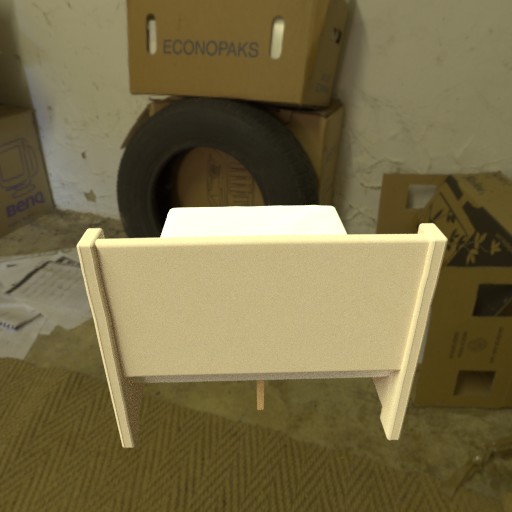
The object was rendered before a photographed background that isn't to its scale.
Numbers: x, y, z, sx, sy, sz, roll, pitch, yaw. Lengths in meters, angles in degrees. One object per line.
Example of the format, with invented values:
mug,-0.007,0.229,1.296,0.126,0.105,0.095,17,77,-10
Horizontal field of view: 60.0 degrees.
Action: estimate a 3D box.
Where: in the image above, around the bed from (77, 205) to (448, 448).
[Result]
bed,0.000,0.000,3.456,1.778,1.471,2.293,-1,30,-2
